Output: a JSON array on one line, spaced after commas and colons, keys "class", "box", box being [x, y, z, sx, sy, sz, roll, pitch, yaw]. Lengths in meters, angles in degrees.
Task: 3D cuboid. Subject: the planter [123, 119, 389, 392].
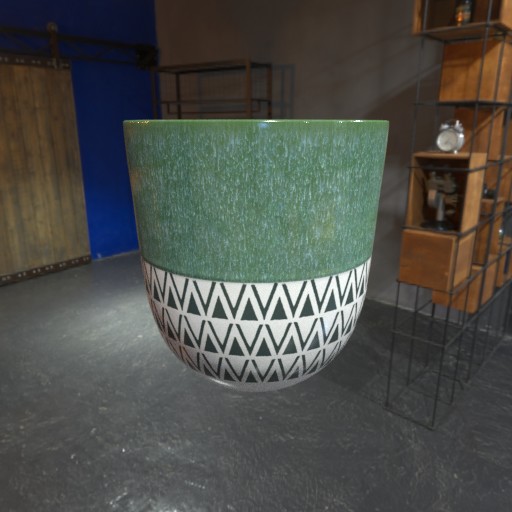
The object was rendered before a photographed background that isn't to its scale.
[{"class": "planter", "box": [0.000, 0.000, 0.367, 0.195, 0.214, 0.195, 0, 17, 0]}]
